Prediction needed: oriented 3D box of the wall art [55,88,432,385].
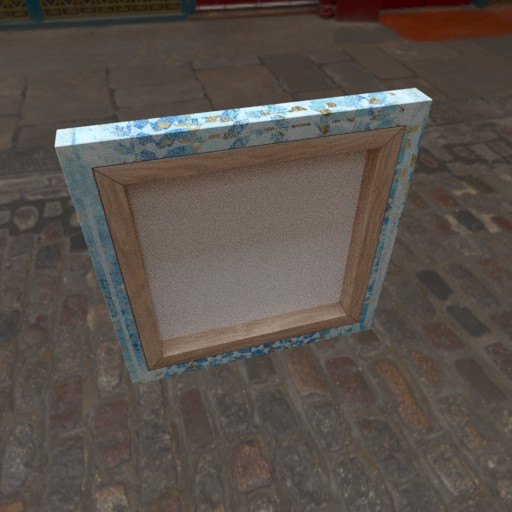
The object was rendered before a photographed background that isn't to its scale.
[{"bbox_3d":[0.000,0.000,0.607,0.405,0.405,0.037,-11,43,-12],"label":"wall art"}]
